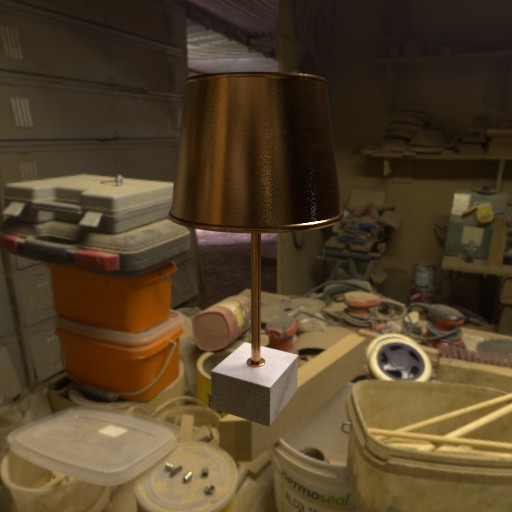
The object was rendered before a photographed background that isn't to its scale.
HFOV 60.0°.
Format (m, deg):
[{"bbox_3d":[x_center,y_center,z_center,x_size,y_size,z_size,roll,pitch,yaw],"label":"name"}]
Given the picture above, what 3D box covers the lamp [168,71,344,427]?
[{"bbox_3d":[0.000,0.000,0.549,0.208,0.406,0.208,0,16,0],"label":"lamp"}]
